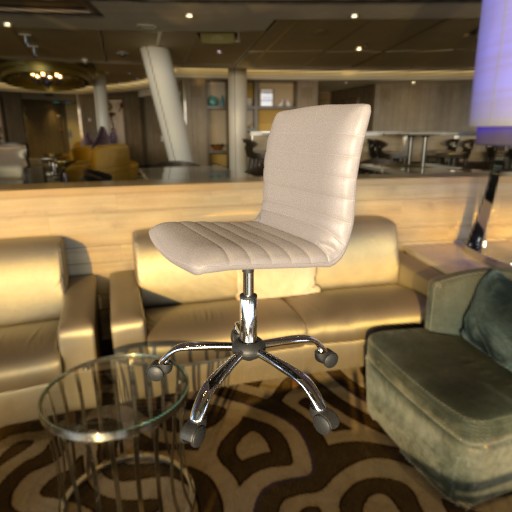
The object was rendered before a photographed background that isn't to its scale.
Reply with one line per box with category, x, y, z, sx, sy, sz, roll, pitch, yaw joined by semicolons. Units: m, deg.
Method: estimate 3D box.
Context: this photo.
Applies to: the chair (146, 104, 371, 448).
chair;0.000;0.000;1.149;0.542;0.750;0.569;-7;17;-25
